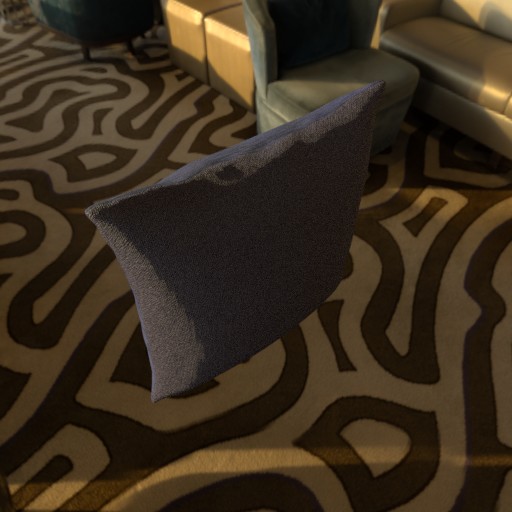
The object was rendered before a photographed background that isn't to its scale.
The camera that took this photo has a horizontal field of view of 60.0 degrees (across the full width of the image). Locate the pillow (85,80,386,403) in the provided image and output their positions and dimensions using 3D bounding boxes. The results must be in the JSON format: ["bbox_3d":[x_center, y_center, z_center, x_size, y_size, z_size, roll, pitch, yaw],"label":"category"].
[{"bbox_3d":[0.000,0.000,0.692,0.452,0.439,0.204,-30,54,-25],"label":"pillow"}]
